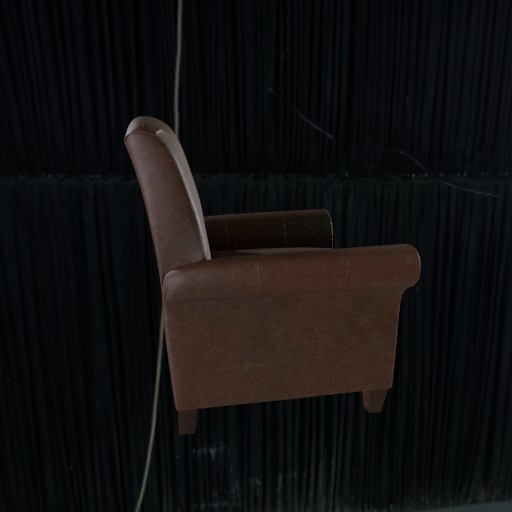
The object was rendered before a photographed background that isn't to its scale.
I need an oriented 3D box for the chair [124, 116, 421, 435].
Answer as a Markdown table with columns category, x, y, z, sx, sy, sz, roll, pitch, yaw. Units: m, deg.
| category | x | y | z | sx | sy | sz | roll | pitch | yaw |
| --- | --- | --- | --- | --- | --- | --- | --- | --- | --- |
| chair | 0.000 | 0.000 | 1.788 | 0.902 | 1.061 | 0.978 | -3 | 14 | -10 |
